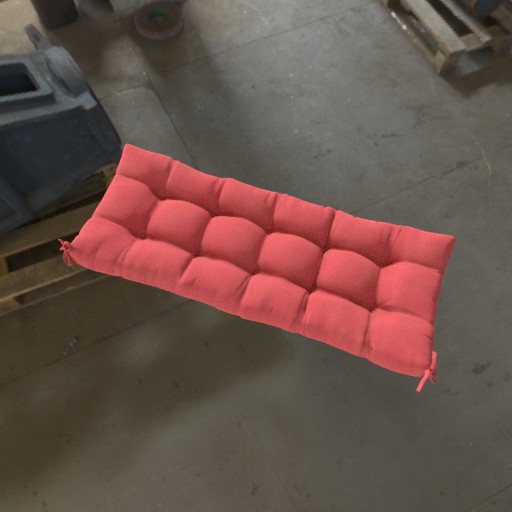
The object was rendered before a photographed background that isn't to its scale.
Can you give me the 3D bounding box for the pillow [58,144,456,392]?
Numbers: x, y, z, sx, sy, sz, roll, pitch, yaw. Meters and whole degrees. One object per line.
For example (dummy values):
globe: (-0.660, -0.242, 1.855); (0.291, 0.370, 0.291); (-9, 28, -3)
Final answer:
pillow: (0.000, 0.000, 1.365); (1.194, 0.174, 0.511); (17, 66, 8)
